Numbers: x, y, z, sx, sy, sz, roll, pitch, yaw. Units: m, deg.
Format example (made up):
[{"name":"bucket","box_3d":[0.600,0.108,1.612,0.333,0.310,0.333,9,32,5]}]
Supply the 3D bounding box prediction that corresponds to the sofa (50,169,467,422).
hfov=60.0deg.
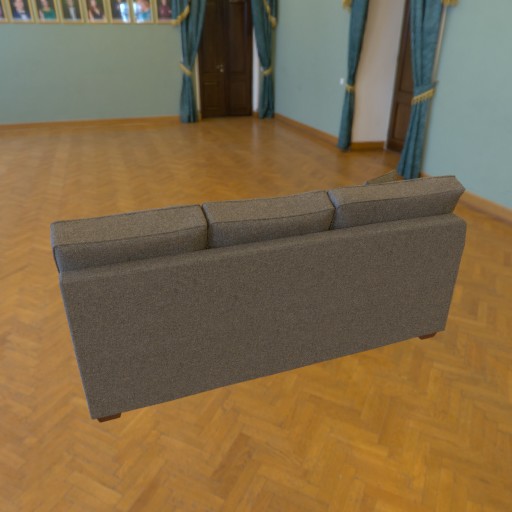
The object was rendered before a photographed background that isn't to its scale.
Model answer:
[{"name":"sofa","box_3d":[0.000,0.000,2.485,1.963,0.946,1.034,-9,28,-18]}]
